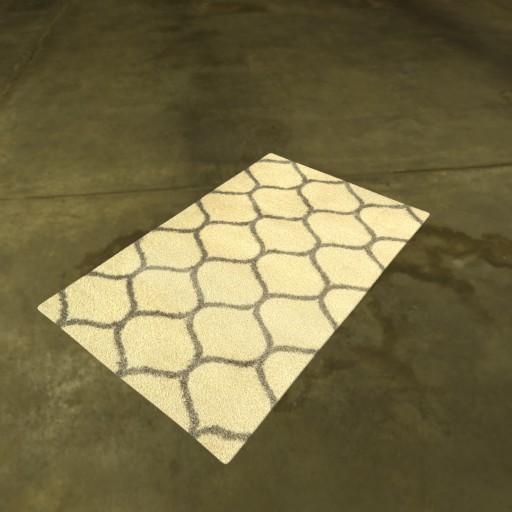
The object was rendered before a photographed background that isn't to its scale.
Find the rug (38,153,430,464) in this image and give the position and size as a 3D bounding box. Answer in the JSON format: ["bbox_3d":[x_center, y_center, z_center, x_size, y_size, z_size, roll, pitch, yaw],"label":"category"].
[{"bbox_3d":[0.000,0.000,2.992,1.501,0.024,2.348,28,49,27],"label":"rug"}]
